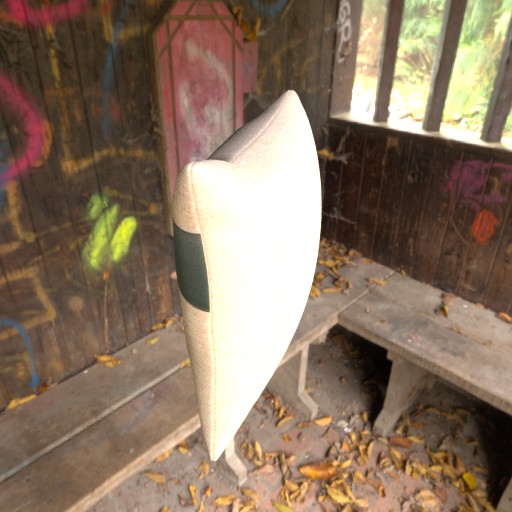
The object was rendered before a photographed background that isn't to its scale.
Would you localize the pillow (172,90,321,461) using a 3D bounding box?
[{"bbox_3d":[0.000,0.000,0.645,0.173,0.399,0.414,8,30,14],"label":"pillow"}]
